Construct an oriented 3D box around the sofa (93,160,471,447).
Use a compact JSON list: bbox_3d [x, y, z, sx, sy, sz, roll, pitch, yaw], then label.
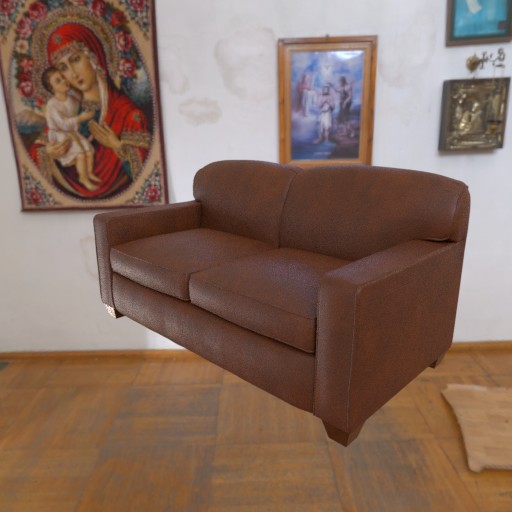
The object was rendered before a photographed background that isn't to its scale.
[{"bbox_3d":[0.000,0.000,2.402,1.856,0.966,1.000,15,22,42],"label":"sofa"}]
